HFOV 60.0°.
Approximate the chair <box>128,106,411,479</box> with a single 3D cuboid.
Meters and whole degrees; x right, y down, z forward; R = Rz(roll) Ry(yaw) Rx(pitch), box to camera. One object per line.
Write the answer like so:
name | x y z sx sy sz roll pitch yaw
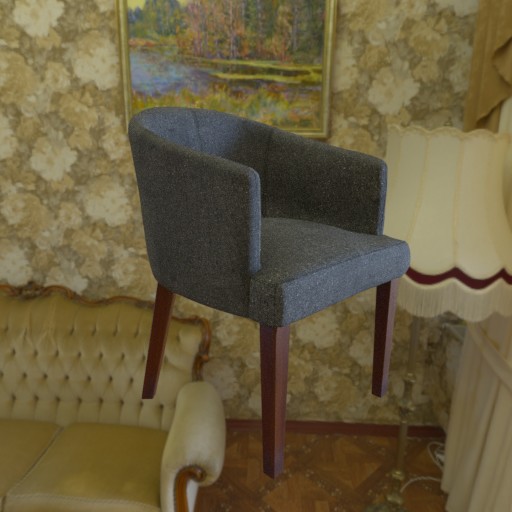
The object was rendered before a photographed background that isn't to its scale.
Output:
chair | 0.000 0.000 1.231 0.655 0.811 0.583 14 20 43
